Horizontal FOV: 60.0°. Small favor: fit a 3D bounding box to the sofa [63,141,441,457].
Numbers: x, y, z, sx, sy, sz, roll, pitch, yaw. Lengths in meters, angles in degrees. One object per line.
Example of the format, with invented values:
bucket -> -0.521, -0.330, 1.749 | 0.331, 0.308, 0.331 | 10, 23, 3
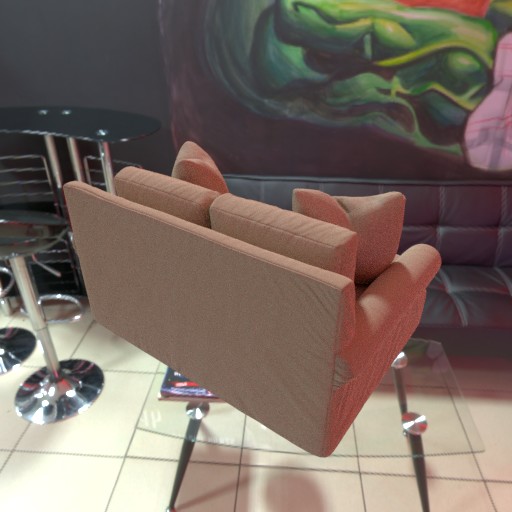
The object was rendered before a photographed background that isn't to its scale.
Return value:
sofa -> 0.000, 0.000, 2.180 | 1.550, 0.905, 1.070 | 21, 36, 31
